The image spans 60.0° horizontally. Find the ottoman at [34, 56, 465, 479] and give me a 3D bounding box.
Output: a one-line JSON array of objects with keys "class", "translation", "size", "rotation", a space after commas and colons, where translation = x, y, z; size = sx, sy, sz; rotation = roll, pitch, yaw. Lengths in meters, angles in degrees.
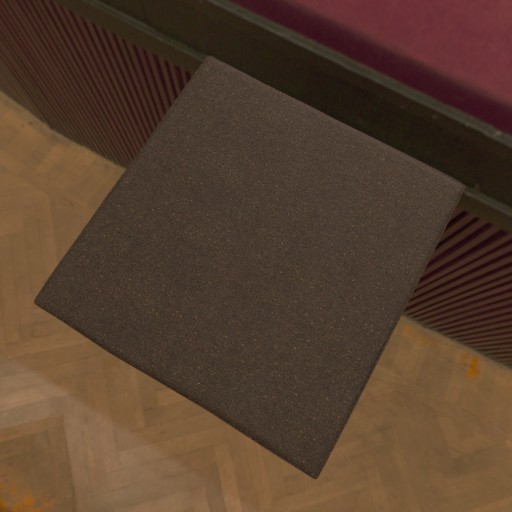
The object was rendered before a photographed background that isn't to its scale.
[{"class": "ottoman", "translation": [0.000, 0.000, 1.519], "size": [0.968, 0.382, 1.004], "rotation": [30, 78, 7]}]
